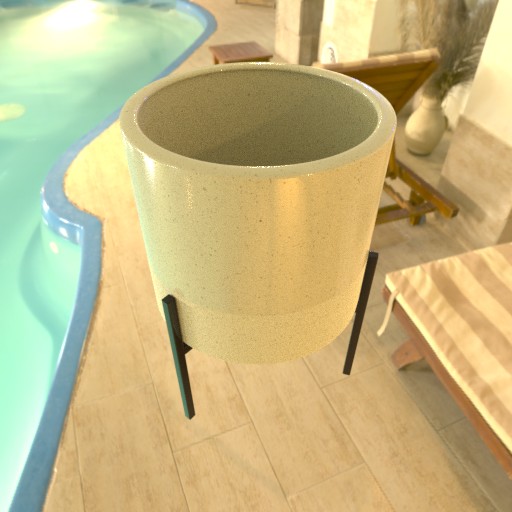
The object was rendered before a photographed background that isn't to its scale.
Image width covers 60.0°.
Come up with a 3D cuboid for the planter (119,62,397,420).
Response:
[{"bbox_3d":[0.000,0.000,0.326,0.152,0.230,0.159,-11,42,-13],"label":"planter"}]
